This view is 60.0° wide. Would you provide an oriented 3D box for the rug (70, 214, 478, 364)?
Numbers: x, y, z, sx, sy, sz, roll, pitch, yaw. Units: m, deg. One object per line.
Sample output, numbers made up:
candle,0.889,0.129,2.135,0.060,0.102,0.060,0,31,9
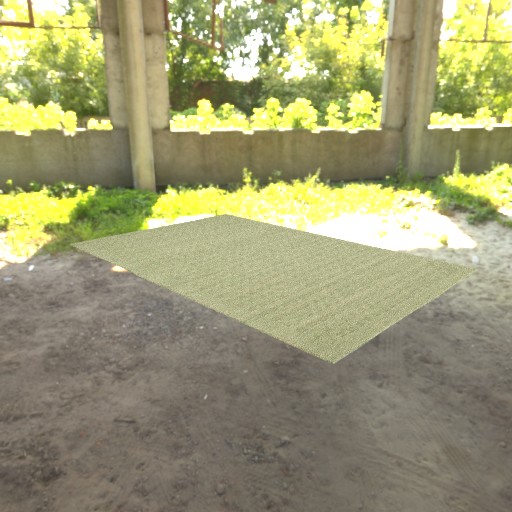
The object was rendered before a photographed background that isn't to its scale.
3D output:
rug,0.000,0.000,2.229,1.747,0.006,1.143,16,24,42
